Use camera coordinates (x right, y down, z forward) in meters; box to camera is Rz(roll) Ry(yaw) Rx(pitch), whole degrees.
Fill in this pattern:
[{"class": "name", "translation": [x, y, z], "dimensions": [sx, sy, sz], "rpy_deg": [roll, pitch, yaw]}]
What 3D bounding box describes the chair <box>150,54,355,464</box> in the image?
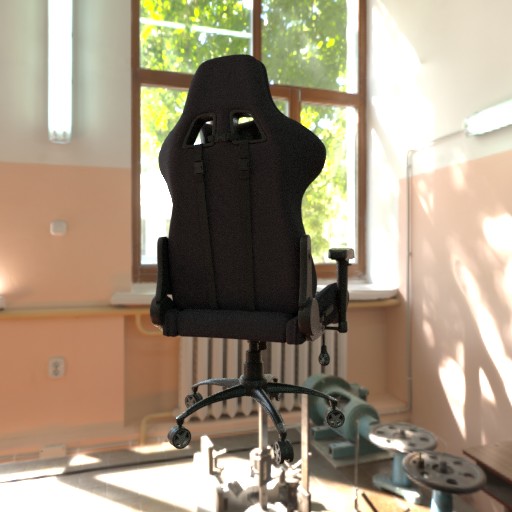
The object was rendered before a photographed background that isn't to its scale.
[{"class": "chair", "translation": [0.000, 0.000, 1.724], "dimensions": [0.730, 1.300, 0.695], "rpy_deg": [0, 0, 18]}]
